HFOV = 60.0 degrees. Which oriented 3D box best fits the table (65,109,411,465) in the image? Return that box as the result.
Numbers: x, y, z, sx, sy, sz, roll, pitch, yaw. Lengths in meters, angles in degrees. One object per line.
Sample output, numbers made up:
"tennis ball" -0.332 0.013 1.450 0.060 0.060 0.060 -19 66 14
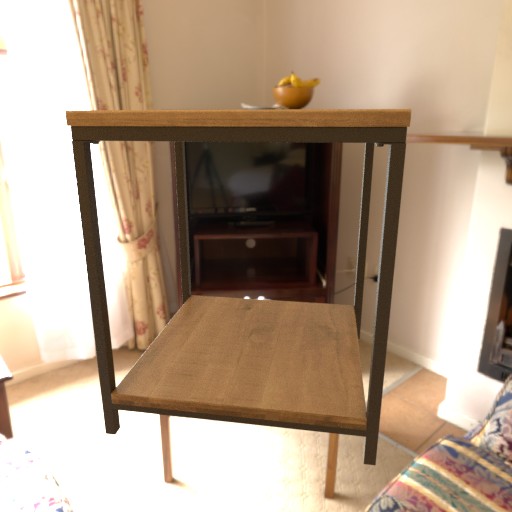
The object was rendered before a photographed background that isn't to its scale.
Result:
"table" 0.000 0.000 0.958 0.507 0.589 0.503 3 17 9
